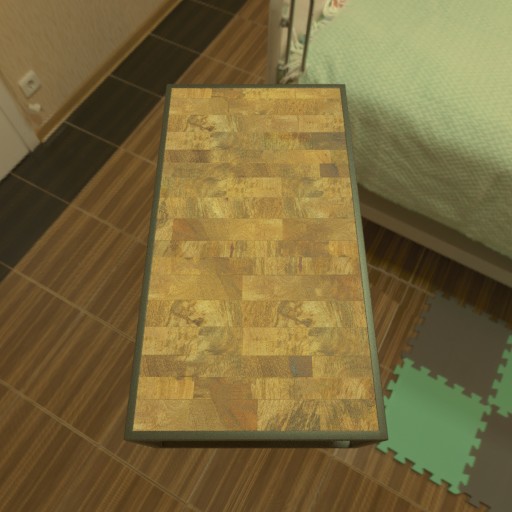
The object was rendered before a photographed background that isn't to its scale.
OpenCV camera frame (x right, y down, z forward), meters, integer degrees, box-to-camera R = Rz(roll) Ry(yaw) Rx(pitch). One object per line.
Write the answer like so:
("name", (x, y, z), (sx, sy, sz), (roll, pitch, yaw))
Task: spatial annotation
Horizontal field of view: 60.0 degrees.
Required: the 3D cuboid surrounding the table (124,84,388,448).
("table", (0.000, 0.000, 1.526), (0.649, 0.398, 1.199), (0, 64, 0))
